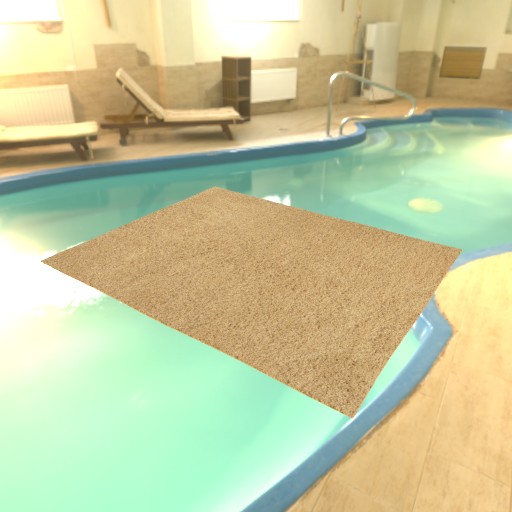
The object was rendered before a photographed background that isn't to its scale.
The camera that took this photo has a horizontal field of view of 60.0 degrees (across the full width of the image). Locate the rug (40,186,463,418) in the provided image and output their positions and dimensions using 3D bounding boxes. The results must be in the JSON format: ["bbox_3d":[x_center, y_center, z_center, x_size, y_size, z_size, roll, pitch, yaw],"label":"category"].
[{"bbox_3d":[0.000,0.000,4.022,3.000,0.025,2.400,19,34,31],"label":"rug"}]
